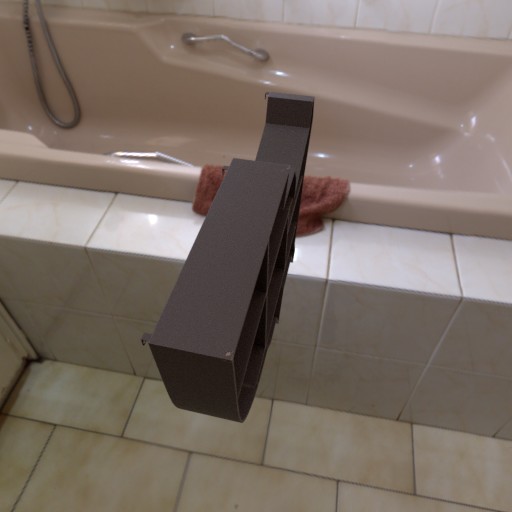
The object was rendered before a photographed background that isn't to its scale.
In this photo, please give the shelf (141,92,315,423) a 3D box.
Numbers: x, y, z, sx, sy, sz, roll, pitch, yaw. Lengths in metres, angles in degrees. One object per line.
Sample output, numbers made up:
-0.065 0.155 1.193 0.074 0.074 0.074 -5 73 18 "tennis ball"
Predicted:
0.000 0.000 0.914 0.112 0.439 0.729 10 48 9 "shelf"
